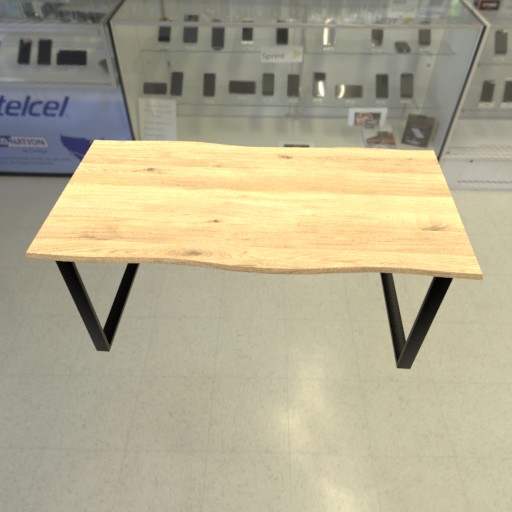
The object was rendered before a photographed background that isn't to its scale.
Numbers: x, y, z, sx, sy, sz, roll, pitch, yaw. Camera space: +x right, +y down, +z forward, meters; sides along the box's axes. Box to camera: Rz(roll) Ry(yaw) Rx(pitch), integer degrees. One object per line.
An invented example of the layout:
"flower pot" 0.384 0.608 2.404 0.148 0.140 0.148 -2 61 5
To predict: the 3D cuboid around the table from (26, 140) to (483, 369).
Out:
"table" 0.000 0.000 2.302 1.800 0.780 0.900 3 45 3
